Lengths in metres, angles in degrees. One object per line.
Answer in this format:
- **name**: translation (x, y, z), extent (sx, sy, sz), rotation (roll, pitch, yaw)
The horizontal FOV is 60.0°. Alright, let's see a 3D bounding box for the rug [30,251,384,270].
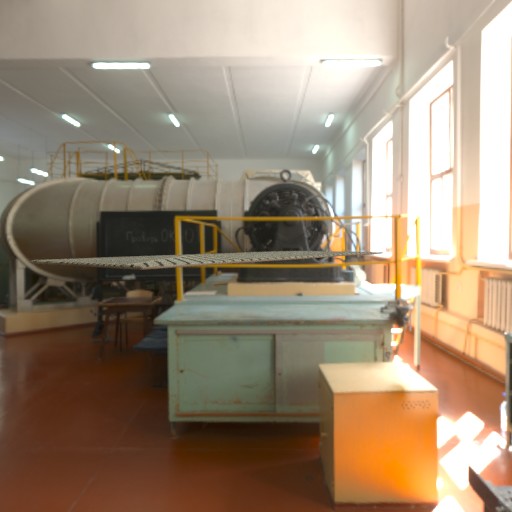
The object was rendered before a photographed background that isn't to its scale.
- **rug**: translation (0.000, 0.000, 2.768), extent (0.773, 0.020, 2.439), rotation (1, 2, 36)
